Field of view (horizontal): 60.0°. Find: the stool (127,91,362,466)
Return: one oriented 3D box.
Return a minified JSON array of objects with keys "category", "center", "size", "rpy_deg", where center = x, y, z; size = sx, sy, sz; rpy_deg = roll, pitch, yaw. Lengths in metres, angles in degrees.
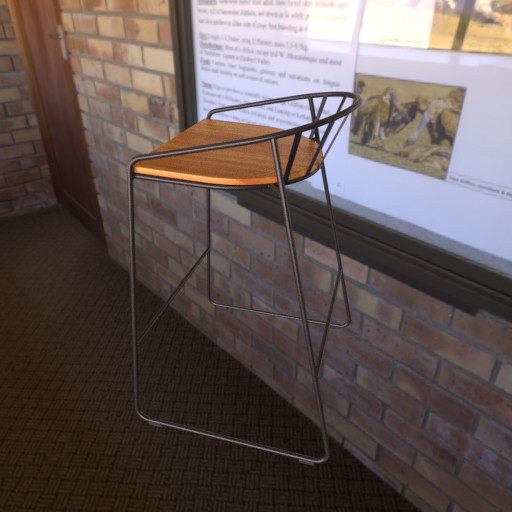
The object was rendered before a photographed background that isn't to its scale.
[{"category":"stool","center":[0.000,0.000,1.158],"size":[0.521,0.812,0.546],"rpy_deg":[8,32,14]}]
